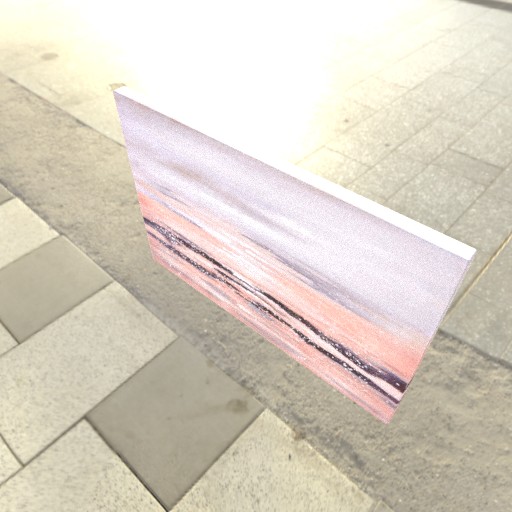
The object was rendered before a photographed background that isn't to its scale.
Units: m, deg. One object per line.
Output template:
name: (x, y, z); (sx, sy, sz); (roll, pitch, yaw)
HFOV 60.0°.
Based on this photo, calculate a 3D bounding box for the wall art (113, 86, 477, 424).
wall art: (0.000, 0.000, 1.132); (0.913, 0.609, 0.038); (31, 54, 27)
